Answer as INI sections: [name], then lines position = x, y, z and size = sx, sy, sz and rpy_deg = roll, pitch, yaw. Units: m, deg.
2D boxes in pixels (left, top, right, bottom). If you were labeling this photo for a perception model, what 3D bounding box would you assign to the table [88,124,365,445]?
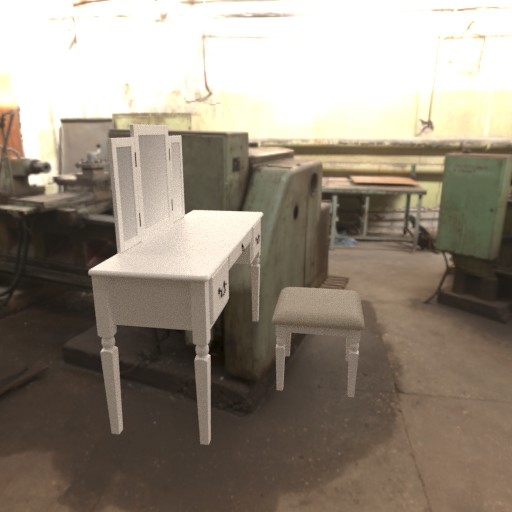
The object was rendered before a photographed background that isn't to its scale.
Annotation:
[table]
position = 0.000, 0.000, 2.308
size = 1.115, 1.310, 1.369
rpy_deg = 3, 16, 9
